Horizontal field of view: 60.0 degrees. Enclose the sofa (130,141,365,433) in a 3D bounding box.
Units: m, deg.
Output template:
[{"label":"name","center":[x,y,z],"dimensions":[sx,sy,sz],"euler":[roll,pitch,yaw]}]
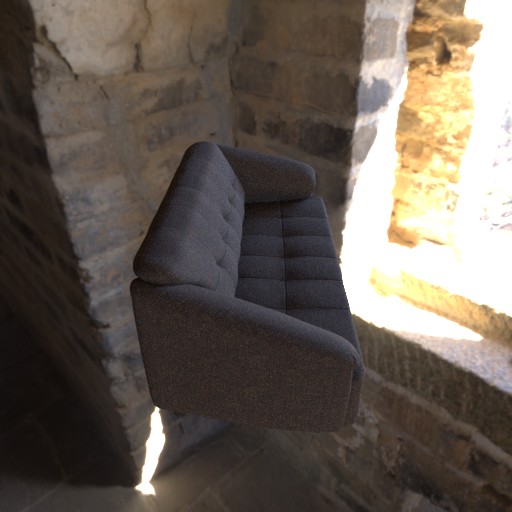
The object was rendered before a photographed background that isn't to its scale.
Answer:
[{"label":"sofa","center":[0.000,0.000,2.333],"dimensions":[0.887,0.790,1.849],"euler":[1,32,1]}]
